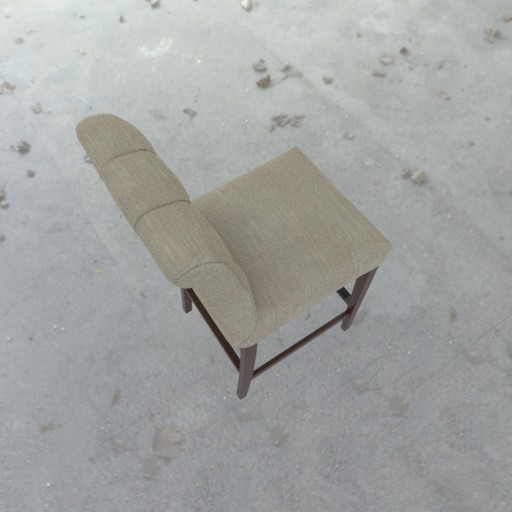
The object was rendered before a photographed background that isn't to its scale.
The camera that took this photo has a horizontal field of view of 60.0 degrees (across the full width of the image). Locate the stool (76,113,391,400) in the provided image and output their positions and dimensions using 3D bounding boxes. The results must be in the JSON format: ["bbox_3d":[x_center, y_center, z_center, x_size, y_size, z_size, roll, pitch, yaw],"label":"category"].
[{"bbox_3d":[0.000,0.000,1.391,0.660,1.084,0.486,-30,63,-17],"label":"stool"}]
